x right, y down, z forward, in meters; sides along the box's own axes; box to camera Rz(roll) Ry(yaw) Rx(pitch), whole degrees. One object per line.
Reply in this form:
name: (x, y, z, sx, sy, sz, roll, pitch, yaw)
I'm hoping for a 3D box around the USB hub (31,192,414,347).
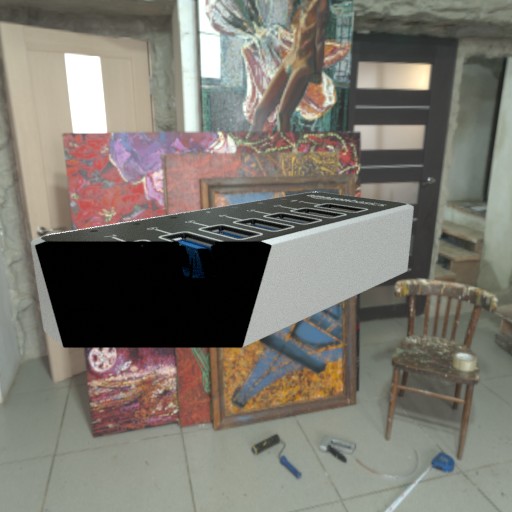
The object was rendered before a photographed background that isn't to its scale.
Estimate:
USB hub: (0.000, 0.000, 0.129, 0.110, 0.023, 0.044, -16, 23, -42)
